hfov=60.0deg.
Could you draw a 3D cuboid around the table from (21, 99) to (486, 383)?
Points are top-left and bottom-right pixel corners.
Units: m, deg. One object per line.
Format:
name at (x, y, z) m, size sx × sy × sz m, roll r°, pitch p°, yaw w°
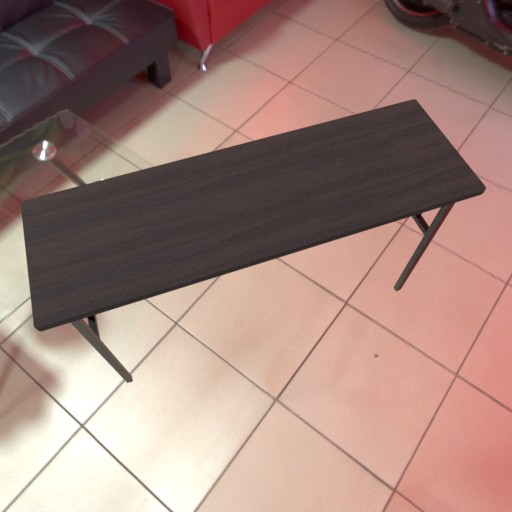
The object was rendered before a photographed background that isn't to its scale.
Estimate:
table at (0.000, 0.000, 1.715) m, size 1.399 × 0.750 × 0.449 m, roll -17°, pitch 61°, yaw -10°
